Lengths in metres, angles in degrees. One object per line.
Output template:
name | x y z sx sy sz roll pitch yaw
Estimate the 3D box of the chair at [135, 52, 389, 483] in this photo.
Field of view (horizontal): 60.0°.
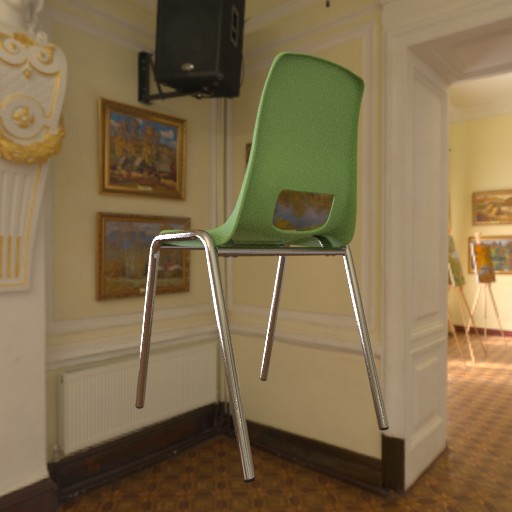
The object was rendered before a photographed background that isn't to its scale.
chair | 0.000 0.000 0.959 0.381 0.704 0.436 -1 1 -36
